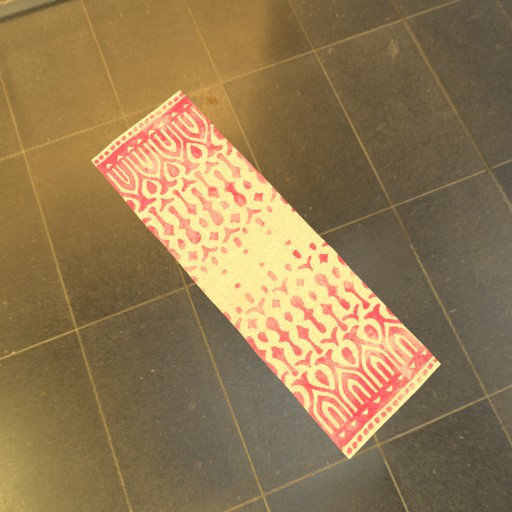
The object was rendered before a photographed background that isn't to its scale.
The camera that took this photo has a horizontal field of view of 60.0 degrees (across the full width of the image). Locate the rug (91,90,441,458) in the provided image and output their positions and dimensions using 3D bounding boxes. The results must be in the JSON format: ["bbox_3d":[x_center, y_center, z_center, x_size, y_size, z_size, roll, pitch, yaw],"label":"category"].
[{"bbox_3d":[0.000,0.000,2.774,0.787,0.011,2.458,-41,80,-9],"label":"rug"}]
